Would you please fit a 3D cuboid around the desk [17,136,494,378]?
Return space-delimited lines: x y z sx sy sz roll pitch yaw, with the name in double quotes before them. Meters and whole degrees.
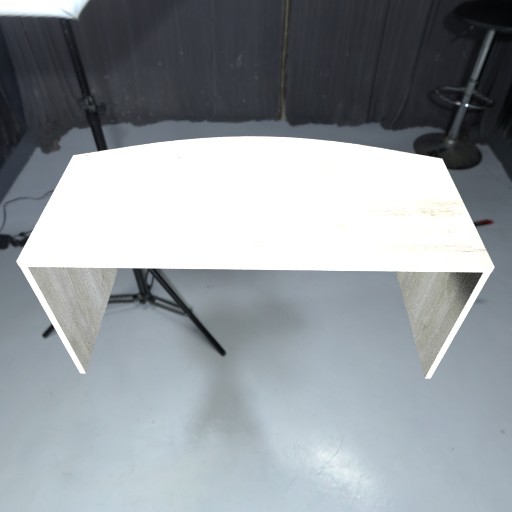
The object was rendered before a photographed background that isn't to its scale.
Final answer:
"desk" 0.000 0.000 2.031 1.600 0.752 0.802 1 46 1
